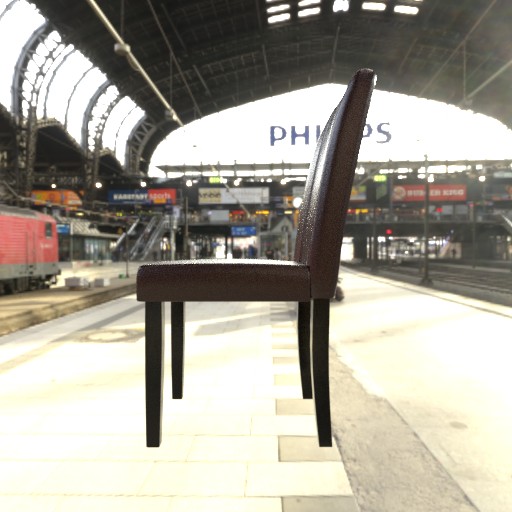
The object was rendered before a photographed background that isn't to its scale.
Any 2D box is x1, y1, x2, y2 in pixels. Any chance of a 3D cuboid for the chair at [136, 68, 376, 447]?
[{"bbox_3d":[0.000,0.000,1.218,0.556,0.897,0.399,0,1,0],"label":"chair"}]
